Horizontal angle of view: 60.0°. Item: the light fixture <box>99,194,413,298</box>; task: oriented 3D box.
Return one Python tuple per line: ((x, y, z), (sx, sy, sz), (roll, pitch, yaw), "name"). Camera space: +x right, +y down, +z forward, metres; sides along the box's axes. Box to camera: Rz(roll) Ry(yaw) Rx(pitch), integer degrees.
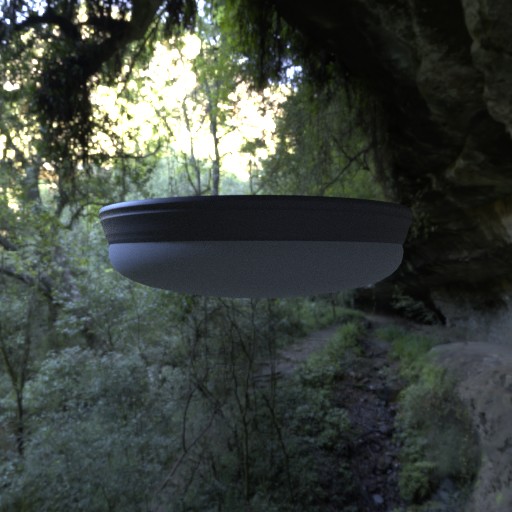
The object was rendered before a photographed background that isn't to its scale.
((0.000, 0.000, 0.549), (0.368, 0.100, 0.368), (0, 0, 0), "light fixture")
